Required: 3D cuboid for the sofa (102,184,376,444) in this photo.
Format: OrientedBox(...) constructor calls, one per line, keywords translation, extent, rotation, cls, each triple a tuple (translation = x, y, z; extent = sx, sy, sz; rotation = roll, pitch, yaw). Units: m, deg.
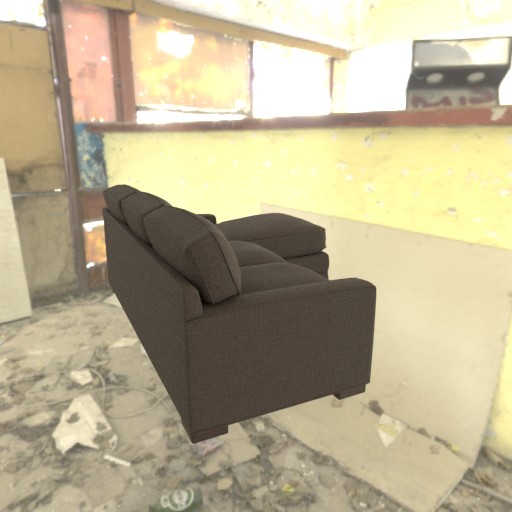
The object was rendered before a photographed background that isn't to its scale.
OrientedBox(translation=(0.000, 0.000, 3.210), extent=(1.790, 0.973, 2.370), rotation=(-7, 17, -25), cls="sofa")
